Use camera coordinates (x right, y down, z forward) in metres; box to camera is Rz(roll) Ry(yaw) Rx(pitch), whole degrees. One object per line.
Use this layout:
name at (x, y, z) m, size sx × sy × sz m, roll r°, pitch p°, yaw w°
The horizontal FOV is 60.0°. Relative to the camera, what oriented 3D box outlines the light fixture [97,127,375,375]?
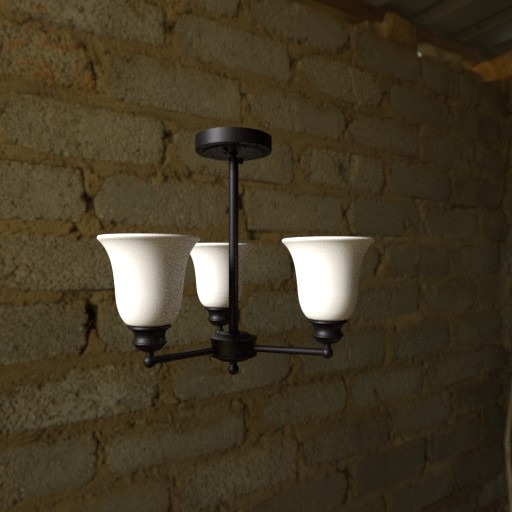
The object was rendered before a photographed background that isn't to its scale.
light fixture at (0.000, 0.000, 0.684) m, size 0.354 × 0.370 × 0.388 m, roll 0°, pitch -1°, yaw 17°
